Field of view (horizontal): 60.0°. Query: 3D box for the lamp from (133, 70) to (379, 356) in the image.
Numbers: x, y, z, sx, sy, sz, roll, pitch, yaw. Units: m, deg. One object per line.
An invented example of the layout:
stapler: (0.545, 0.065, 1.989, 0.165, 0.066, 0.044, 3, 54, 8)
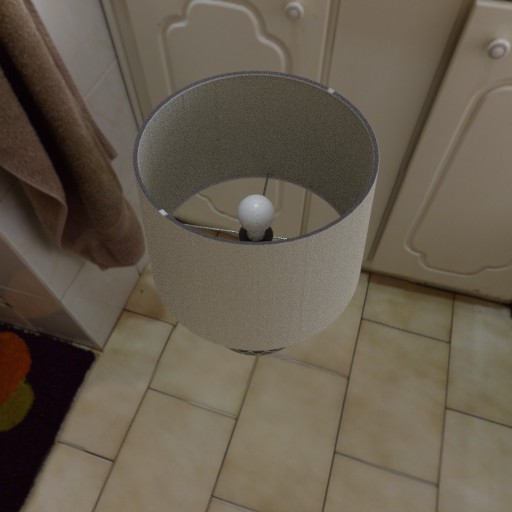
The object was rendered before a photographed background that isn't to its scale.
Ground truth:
lamp: (0.000, 0.000, 0.814, 0.376, 0.540, 0.376, 0, 57, 0)
